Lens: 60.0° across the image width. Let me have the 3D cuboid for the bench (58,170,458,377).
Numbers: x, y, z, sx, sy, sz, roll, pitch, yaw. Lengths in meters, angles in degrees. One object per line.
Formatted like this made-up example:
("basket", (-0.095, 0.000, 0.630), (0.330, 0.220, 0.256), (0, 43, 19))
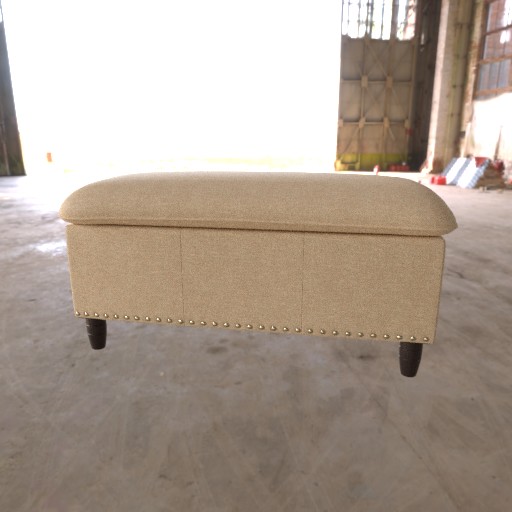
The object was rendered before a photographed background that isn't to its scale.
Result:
("bench", (0.000, 0.000, 1.292), (0.991, 0.483, 0.483), (3, 15, 10))
